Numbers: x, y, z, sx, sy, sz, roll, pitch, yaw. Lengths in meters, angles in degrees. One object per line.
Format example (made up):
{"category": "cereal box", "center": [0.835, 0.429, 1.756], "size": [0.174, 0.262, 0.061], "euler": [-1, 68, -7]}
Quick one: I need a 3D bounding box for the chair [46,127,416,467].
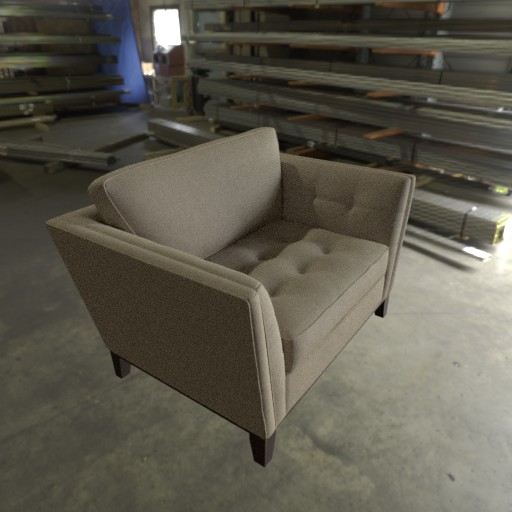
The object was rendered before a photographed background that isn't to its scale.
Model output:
{"category": "chair", "center": [0.000, 0.000, 2.052], "size": [0.965, 0.940, 1.397], "euler": [18, 32, 31]}
